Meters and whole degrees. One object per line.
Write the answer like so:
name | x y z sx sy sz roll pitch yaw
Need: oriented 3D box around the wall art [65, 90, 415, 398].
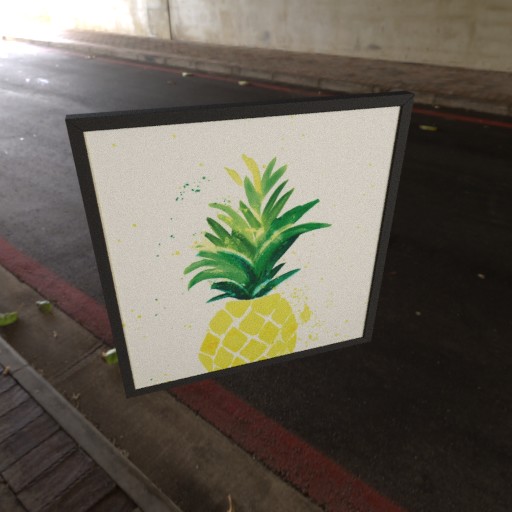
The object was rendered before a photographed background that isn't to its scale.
wall art | 0.000 0.000 1.140 0.762 0.760 0.037 -9 33 -15
